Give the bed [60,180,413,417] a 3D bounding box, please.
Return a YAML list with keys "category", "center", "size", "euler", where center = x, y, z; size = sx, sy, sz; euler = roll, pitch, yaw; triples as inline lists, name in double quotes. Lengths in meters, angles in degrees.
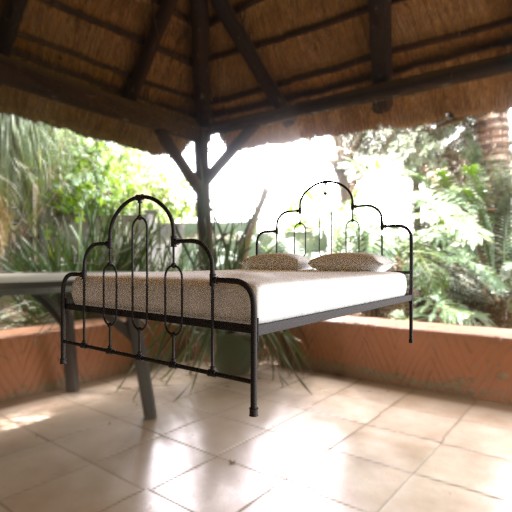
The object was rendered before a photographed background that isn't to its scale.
- category: "bed"
  center: [0.000, 0.000, 3.298]
  size: [1.640, 1.429, 2.163]
  euler: [0, 0, 37]
